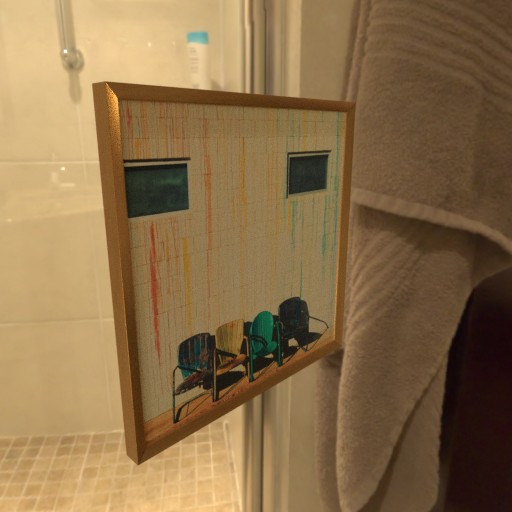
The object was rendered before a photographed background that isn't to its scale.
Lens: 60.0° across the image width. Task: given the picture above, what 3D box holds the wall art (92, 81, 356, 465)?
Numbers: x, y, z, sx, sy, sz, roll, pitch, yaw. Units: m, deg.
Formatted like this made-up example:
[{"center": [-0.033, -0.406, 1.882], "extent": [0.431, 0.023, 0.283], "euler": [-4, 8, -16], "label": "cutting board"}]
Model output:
[{"center": [0.000, 0.000, 0.442], "extent": [0.019, 0.302, 0.302], "euler": [15, 21, 42], "label": "wall art"}]
